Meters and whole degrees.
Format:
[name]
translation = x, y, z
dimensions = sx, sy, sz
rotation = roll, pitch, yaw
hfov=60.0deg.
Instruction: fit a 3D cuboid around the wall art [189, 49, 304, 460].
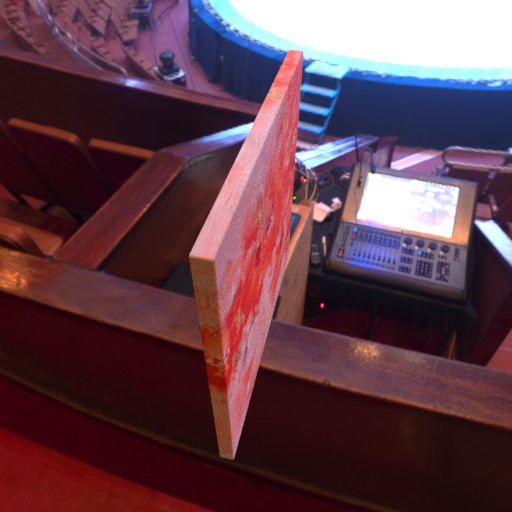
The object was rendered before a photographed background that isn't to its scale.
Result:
[wall art]
translation = 0.000, 0.000, 1.129
dimensions = 0.064, 0.746, 0.747
rotation = 10, 47, 10
